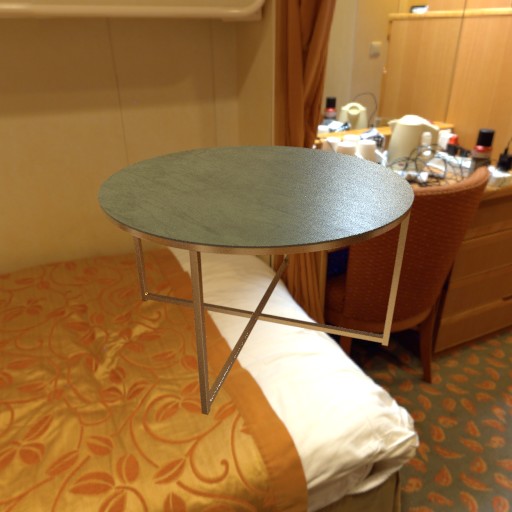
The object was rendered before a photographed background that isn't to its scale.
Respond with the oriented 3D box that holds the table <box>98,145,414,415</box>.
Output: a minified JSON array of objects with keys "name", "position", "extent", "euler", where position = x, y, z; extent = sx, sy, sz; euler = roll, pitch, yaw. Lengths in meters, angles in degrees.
[{"name":"table","position":[0.000,0.000,1.279],"extent":[0.800,0.450,0.800],"euler":[0,27,0]}]
